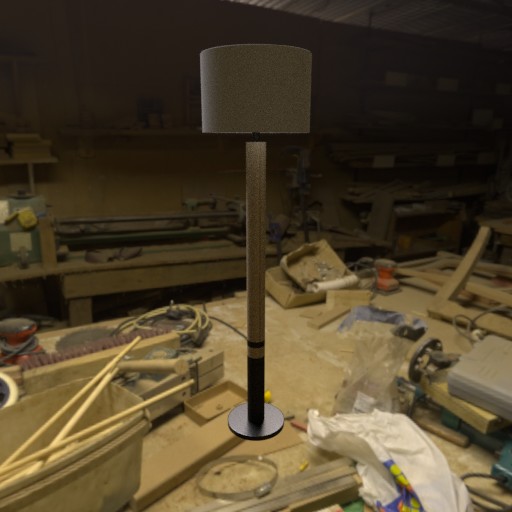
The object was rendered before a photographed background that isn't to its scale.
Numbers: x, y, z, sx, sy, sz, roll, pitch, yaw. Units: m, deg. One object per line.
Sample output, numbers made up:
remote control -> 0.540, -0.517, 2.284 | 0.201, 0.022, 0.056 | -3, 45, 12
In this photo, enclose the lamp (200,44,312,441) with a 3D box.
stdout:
lamp -> 0.000, 0.000, 1.709 | 0.381, 1.478, 0.381 | -8, 17, -27
